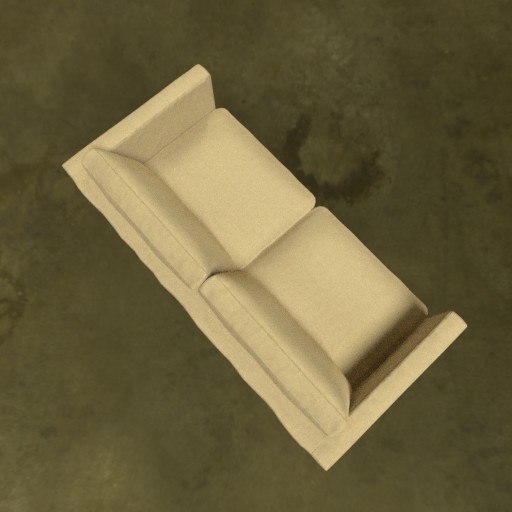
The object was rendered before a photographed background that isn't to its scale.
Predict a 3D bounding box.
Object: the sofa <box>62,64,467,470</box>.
[{"bbox_3d":[0.000,0.000,2.415,0.962,0.835,1.959,-41,78,-10],"label":"sofa"}]
